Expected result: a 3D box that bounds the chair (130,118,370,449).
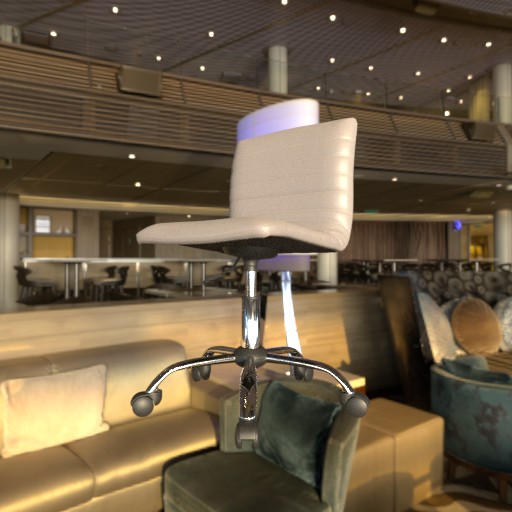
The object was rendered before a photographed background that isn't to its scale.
[{"bbox_3d":[0.000,0.000,1.148,0.569,0.750,0.542,0,-1,37],"label":"chair"}]
